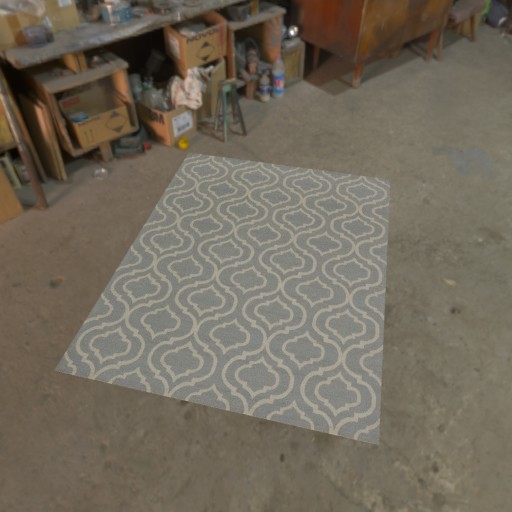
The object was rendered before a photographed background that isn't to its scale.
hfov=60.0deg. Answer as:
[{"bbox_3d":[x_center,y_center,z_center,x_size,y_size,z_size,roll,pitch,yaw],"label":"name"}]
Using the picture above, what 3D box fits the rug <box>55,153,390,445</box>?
[{"bbox_3d":[0.000,0.000,3.975,2.283,0.006,2.892,10,47,9],"label":"rug"}]
